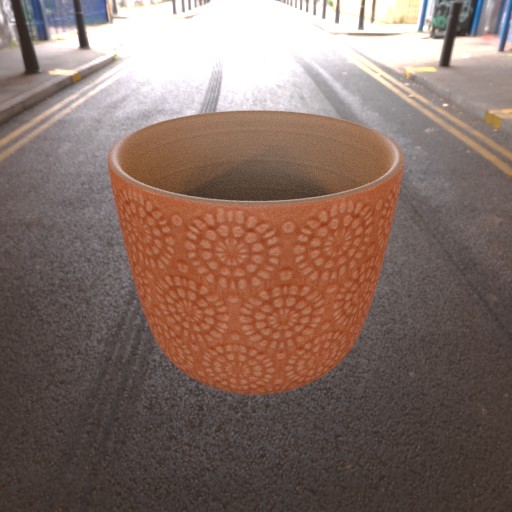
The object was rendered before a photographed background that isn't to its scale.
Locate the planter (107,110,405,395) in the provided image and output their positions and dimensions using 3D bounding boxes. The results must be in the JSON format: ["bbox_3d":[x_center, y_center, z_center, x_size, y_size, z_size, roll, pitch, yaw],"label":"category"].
[{"bbox_3d":[0.000,0.000,0.370,0.208,0.190,0.208,0,31,0],"label":"planter"}]
